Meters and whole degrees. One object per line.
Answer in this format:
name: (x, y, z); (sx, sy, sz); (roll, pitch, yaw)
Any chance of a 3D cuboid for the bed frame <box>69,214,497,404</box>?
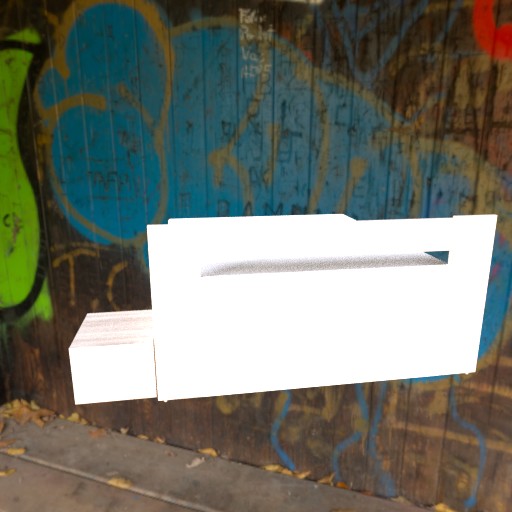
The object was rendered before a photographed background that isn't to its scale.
bed frame: (0.000, 0.000, 3.082); (2.040, 0.860, 2.050); (-2, 15, -9)
